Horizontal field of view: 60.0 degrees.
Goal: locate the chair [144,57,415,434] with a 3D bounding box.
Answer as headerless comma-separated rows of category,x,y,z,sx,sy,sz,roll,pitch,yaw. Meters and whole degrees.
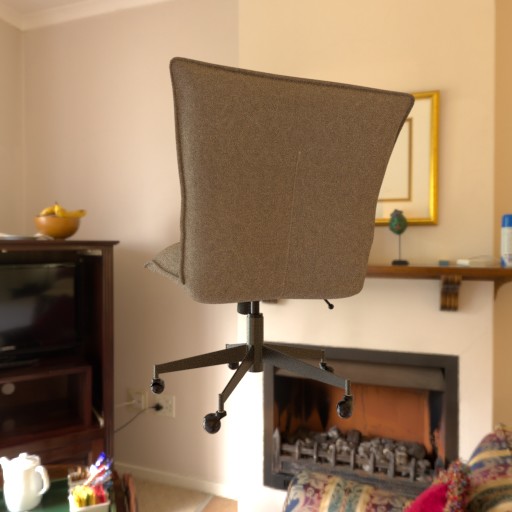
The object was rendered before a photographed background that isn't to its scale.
chair,0.000,0.000,1.300,0.597,0.811,0.696,0,1,-19
